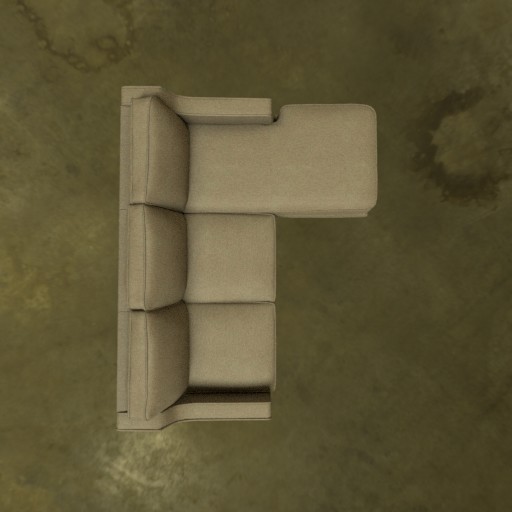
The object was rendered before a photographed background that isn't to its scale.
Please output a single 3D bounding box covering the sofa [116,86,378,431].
[{"bbox_3d":[0.000,0.000,3.298,1.858,1.081,2.317,0,89,-1],"label":"sofa"}]
